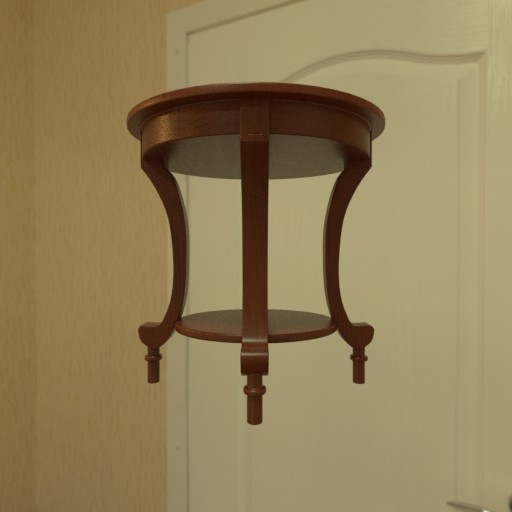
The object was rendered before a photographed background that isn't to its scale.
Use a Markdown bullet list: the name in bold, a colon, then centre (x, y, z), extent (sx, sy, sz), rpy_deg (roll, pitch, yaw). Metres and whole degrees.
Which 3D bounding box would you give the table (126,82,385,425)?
- **table**: centre (0.000, 0.000, 1.069), extent (0.597, 0.612, 0.597), rpy_deg (0, 1, 0)
